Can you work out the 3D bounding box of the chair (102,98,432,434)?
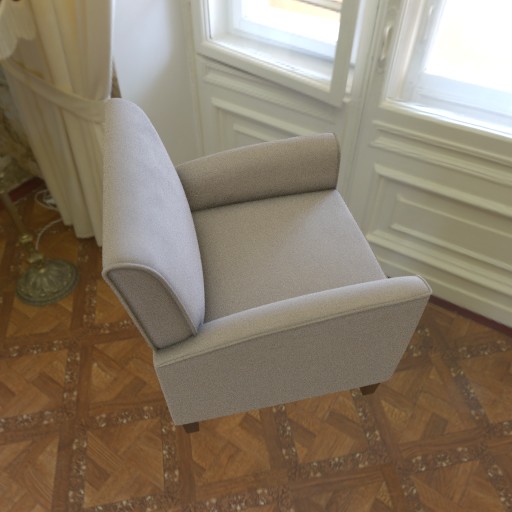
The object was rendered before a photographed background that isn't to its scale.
[{"bbox_3d":[0.000,0.000,1.529,0.821,0.915,0.820,-9,48,-8],"label":"chair"}]
